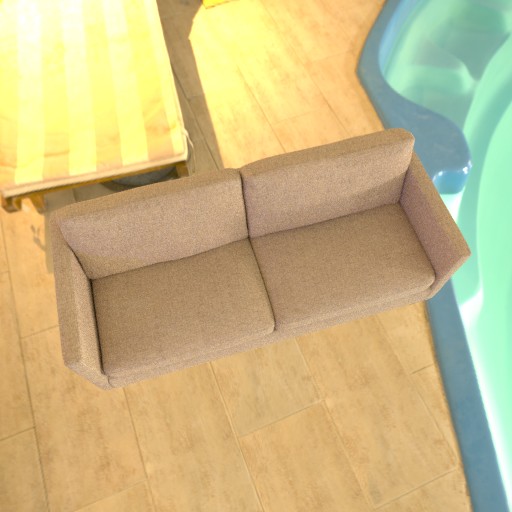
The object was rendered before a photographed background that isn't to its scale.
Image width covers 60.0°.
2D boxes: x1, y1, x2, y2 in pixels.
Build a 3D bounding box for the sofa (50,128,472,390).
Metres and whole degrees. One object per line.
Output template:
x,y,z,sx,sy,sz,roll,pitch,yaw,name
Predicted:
0.000,0.000,2.689,2.208,0.965,0.951,-15,64,-7,sofa
